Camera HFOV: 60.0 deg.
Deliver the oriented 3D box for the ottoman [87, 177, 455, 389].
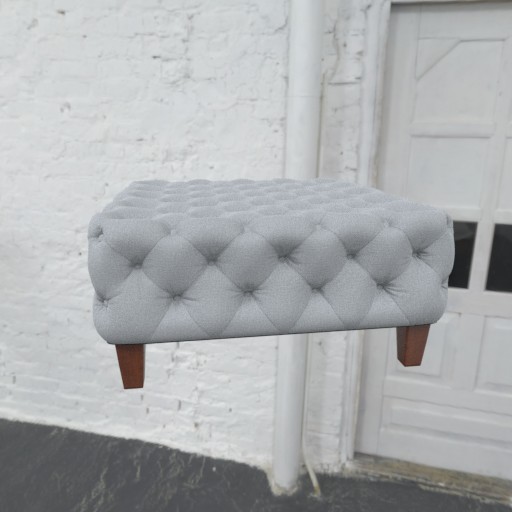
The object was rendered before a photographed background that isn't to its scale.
[{"bbox_3d":[0.000,0.000,1.226,0.764,0.365,0.758,-2,16,-8],"label":"ottoman"}]
